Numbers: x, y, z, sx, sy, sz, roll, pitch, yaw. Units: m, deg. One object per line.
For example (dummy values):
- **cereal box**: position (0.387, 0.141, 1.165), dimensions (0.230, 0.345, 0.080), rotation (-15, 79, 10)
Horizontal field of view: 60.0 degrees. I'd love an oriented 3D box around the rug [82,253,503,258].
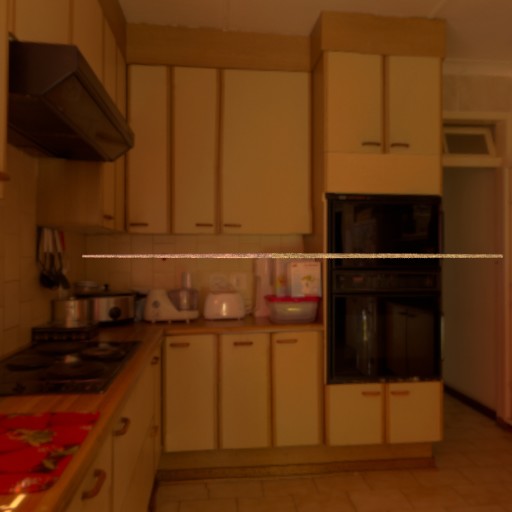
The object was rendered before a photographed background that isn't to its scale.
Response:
- **rug**: position (0.000, 0.000, 2.219), dimensions (1.208, 0.012, 1.819), rotation (0, 0, -36)
